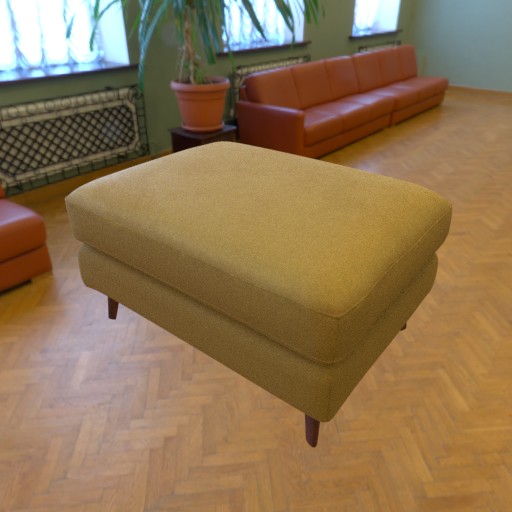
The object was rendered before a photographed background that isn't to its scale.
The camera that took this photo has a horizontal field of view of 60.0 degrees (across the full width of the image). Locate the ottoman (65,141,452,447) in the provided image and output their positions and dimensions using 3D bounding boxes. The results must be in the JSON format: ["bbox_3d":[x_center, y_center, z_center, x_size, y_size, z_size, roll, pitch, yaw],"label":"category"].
[{"bbox_3d":[0.000,0.000,1.171,0.811,0.449,0.608,22,37,32],"label":"ottoman"}]
